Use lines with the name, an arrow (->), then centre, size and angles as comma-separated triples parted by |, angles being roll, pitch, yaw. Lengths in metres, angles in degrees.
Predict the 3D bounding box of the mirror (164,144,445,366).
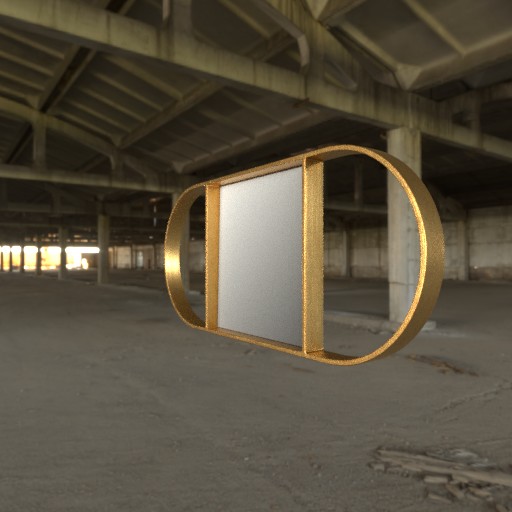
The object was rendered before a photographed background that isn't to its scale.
mirror -> 0.000, 0.000, 0.659 | 0.032, 0.254, 0.584 | 0, 0, -36
